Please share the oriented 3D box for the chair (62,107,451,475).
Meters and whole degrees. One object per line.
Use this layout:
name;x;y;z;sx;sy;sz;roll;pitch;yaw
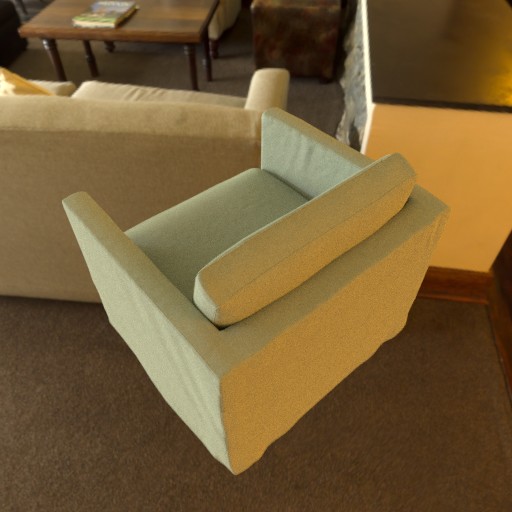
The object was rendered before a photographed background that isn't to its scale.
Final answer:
chair;0.000;0.000;1.731;1.057;0.863;0.949;-32;54;-27
